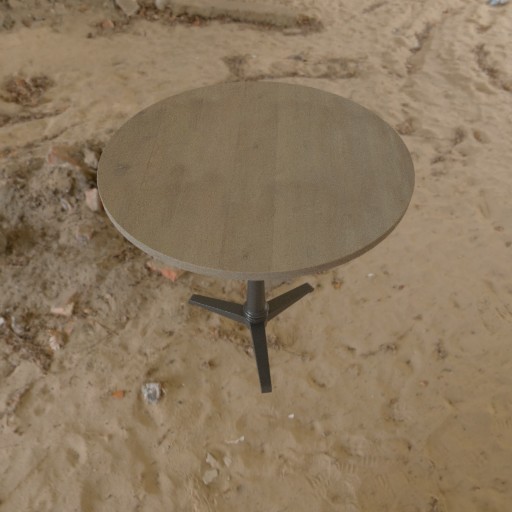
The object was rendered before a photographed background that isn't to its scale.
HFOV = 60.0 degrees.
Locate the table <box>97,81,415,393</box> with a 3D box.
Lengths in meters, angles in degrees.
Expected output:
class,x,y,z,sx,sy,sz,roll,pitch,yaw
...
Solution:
class,x,y,z,sx,sy,sz,roll,pitch,yaw
table,0.000,0.000,1.434,0.800,0.780,0.800,0,48,0
